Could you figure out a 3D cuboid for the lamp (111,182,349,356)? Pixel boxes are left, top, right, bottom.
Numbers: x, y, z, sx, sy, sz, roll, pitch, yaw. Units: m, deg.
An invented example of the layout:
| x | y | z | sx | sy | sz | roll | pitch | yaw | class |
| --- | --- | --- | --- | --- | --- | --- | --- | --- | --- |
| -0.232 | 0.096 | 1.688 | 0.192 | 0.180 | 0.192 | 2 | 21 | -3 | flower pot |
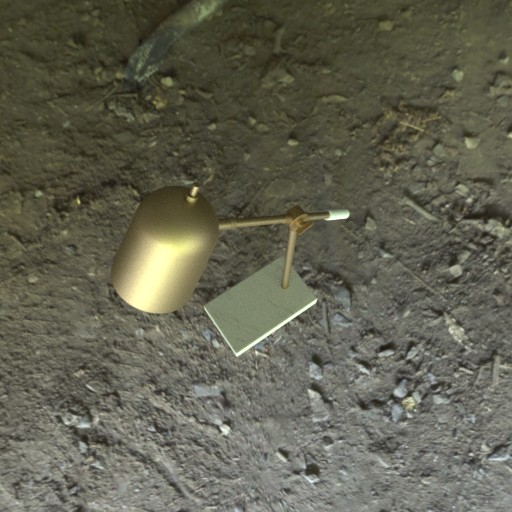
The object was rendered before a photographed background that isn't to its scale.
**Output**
| x | y | z | sx | sy | sz | roll | pitch | yaw | class |
| --- | --- | --- | --- | --- | --- | --- | --- | --- | --- |
| 0.000 | 0.000 | 0.823 | 0.471 | 0.603 | 0.144 | -32 | 68 | -14 | lamp |
